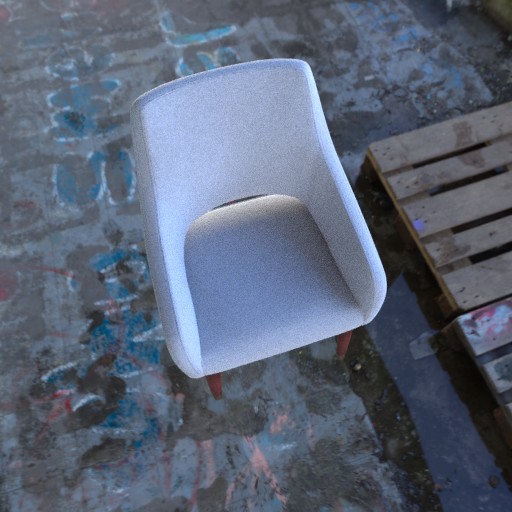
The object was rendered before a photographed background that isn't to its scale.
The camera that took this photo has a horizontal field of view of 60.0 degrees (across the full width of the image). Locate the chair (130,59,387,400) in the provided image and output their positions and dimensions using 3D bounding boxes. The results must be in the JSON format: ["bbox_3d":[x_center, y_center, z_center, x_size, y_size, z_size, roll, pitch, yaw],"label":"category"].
[{"bbox_3d":[0.000,0.000,1.320,0.609,0.889,0.600,-16,66,-7],"label":"chair"}]
